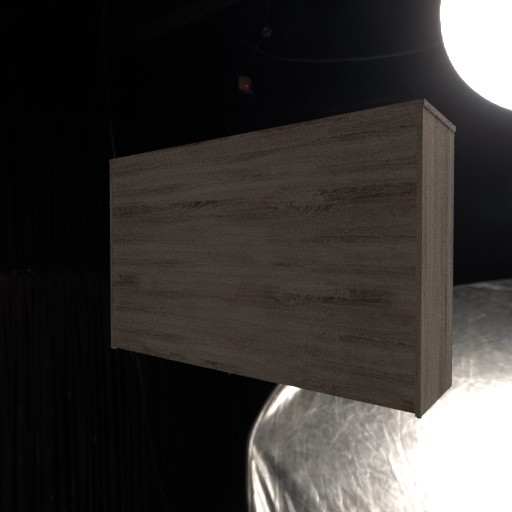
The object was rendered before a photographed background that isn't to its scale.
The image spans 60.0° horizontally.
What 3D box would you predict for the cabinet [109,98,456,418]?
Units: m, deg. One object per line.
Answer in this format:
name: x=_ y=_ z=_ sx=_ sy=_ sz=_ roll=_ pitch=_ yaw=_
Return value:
cabinet: x=0.000 y=0.000 z=1.826 sx=1.450 sy=0.900 sz=0.380 roll=1 pitch=1 yaw=37
